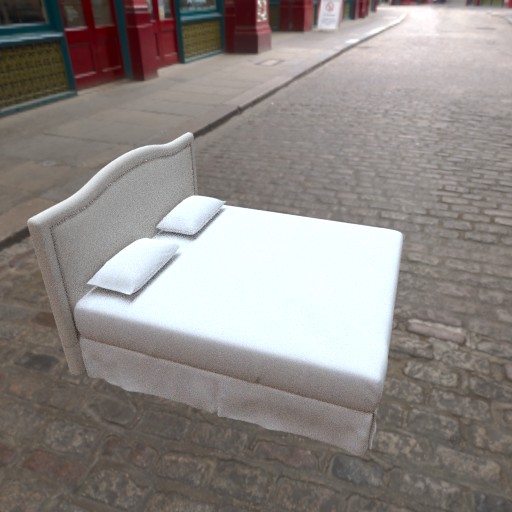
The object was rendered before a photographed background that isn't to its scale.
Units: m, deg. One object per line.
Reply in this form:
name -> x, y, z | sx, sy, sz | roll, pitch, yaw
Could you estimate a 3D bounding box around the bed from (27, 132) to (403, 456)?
bed -> 0.000, 0.000, 3.455 | 2.182, 1.421, 2.083 | 10, 32, 17
